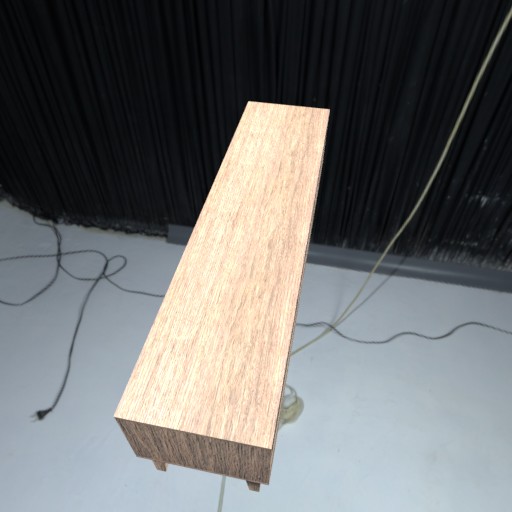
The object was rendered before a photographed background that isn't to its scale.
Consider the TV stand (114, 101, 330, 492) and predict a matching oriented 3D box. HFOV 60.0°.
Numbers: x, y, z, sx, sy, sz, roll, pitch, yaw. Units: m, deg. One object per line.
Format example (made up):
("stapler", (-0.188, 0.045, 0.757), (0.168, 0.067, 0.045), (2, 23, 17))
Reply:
("TV stand", (0.000, 0.000, 1.632), (0.366, 0.409, 1.482), (8, 48, 8))
